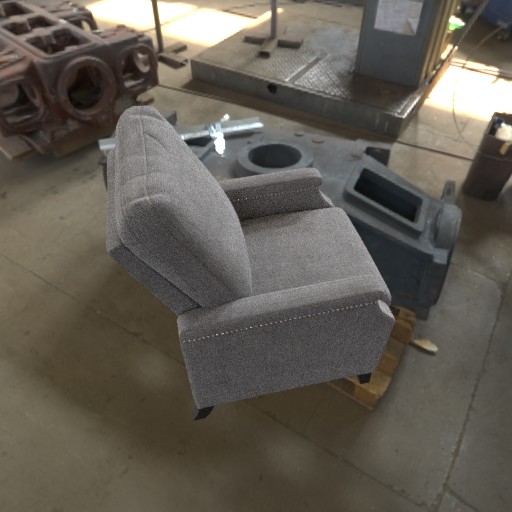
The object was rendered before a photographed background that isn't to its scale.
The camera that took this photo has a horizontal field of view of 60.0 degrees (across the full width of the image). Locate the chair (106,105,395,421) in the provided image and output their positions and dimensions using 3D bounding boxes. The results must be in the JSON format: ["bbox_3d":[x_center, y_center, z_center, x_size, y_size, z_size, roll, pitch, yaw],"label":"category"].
[{"bbox_3d":[0.000,0.000,1.668,0.922,1.049,0.710,-9,47,-9],"label":"chair"}]
